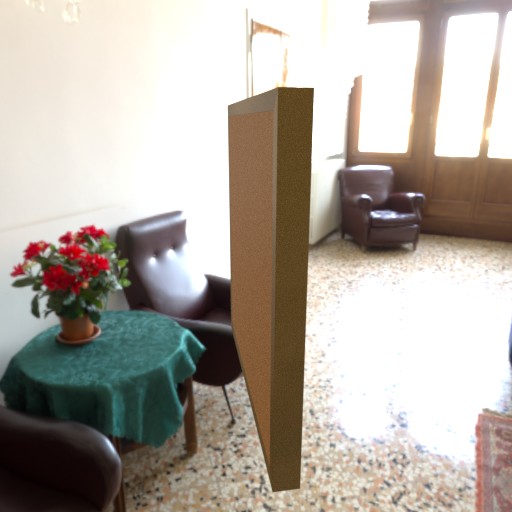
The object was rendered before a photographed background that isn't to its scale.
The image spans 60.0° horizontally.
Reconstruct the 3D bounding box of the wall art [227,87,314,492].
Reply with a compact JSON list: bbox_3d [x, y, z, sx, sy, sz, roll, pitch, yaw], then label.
[{"bbox_3d":[0.000,0.000,0.762,0.038,0.508,0.507,-3,17,-9],"label":"wall art"}]
